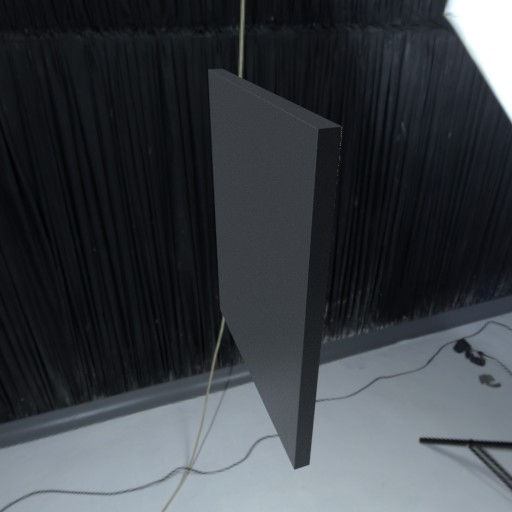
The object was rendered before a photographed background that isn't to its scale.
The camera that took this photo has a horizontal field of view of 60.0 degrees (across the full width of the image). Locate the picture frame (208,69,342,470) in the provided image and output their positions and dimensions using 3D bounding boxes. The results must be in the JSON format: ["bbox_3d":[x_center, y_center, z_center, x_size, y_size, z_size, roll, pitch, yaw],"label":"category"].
[{"bbox_3d":[0.000,0.000,0.781,0.028,0.556,0.460,-10,32,-17],"label":"picture frame"}]
